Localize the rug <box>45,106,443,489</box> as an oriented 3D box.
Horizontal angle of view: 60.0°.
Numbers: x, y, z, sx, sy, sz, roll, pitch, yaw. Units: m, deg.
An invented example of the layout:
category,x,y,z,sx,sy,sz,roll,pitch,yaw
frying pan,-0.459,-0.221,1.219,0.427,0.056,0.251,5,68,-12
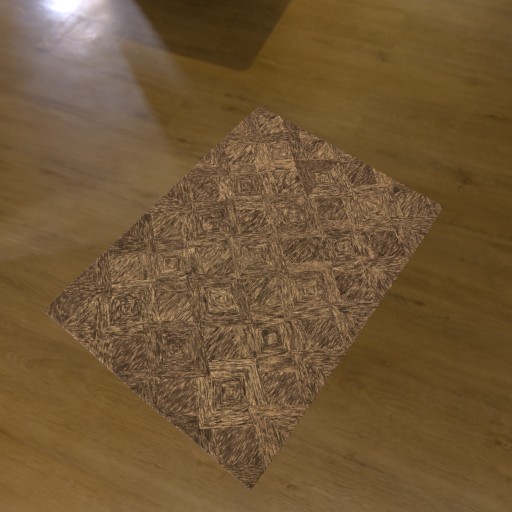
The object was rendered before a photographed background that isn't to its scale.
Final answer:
category,x,y,z,sx,sy,sz,roll,pitch,yaw
rug,0.000,0.000,5.367,2.997,0.020,4.093,34,67,17
